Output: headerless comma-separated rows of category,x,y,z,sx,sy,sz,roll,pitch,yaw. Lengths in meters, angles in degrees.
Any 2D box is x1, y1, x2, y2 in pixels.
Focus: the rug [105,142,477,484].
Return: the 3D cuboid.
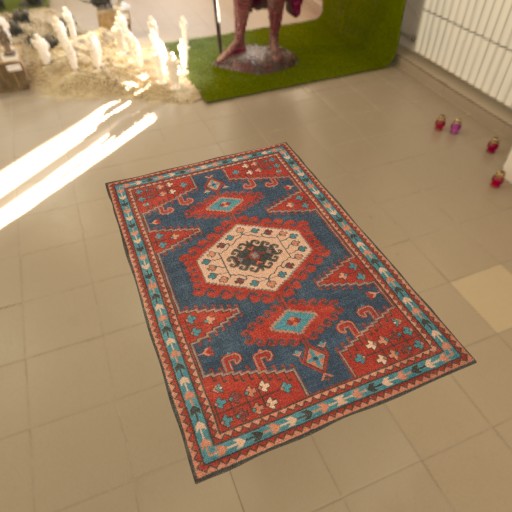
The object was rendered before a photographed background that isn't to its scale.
rug,0.000,0.000,2.233,1.207,0.012,1.820,-17,48,-16
